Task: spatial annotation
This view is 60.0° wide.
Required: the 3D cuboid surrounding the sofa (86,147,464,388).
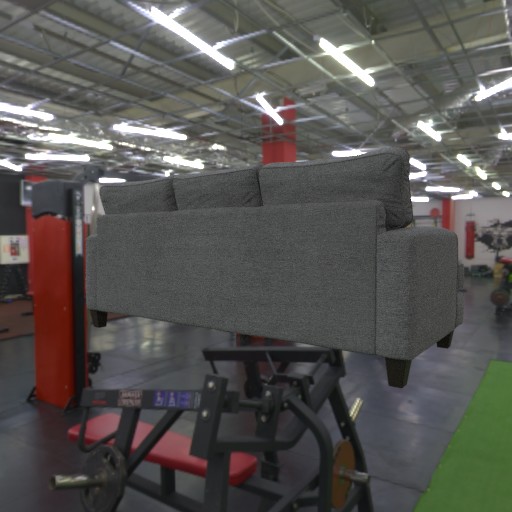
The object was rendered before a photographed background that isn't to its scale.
[{"bbox_3d":[0.000,0.000,2.665,2.158,0.965,0.951,2,3,36],"label":"sofa"}]
